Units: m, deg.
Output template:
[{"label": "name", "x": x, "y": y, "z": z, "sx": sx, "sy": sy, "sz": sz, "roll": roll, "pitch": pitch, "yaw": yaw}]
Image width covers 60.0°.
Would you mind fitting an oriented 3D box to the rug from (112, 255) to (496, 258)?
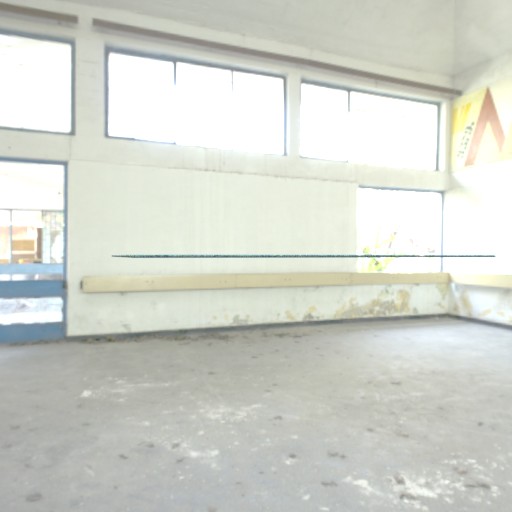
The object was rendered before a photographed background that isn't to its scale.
[{"label": "rug", "x": 0.000, "y": 0.000, "z": 4.087, "sx": 2.441, "sy": 0.016, "sz": 3.050, "roll": 0, "pitch": 0, "yaw": -20}]
